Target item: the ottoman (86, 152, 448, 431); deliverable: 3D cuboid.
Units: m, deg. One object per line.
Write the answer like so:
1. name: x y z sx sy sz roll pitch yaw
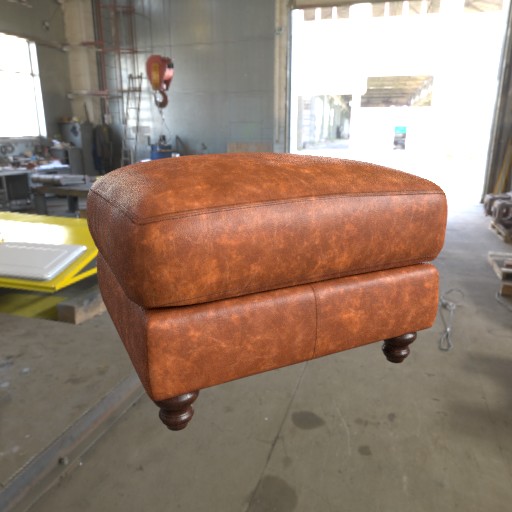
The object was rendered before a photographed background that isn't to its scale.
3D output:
1. ottoman: 0.000 0.000 1.245 0.832 0.562 0.657 -8 18 -26
